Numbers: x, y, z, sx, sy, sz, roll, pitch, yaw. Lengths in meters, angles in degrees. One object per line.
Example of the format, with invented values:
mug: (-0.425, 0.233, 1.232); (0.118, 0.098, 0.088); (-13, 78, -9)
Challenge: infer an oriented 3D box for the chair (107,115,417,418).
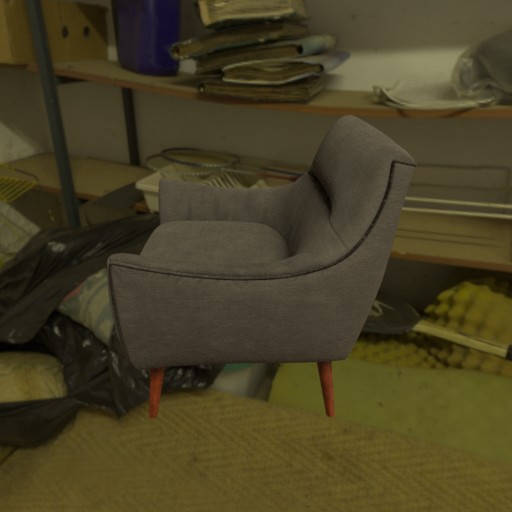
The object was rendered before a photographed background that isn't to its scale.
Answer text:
chair: (0.000, 0.000, 1.482); (0.787, 0.838, 0.762); (0, 26, -1)
